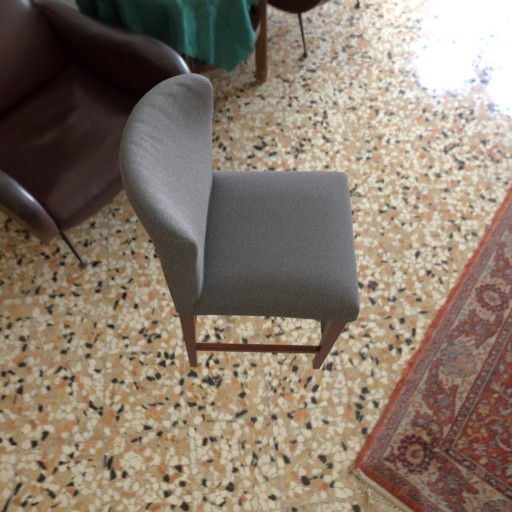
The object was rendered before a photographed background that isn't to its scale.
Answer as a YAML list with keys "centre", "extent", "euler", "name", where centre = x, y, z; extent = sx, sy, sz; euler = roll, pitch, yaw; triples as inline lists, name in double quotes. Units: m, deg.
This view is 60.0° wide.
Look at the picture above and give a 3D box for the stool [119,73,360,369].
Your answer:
- centre: [0.000, 0.000, 1.391]
  extent: [0.568, 1.069, 0.481]
  euler: [1, 62, 1]
  name: "stool"
